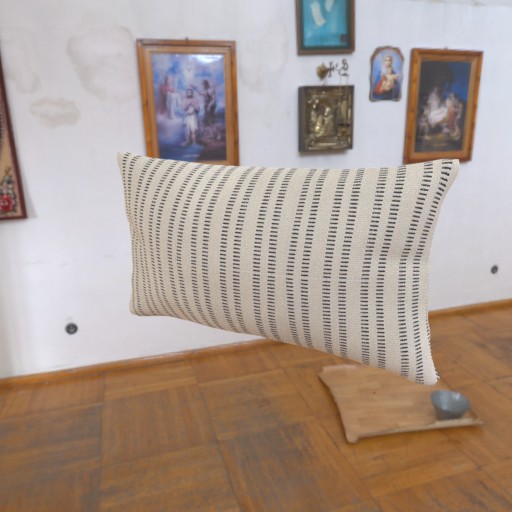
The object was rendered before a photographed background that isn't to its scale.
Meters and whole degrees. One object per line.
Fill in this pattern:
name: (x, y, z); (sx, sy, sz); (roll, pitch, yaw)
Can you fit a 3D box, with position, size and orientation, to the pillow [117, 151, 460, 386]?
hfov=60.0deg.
pillow: (0.000, 0.000, 0.789); (0.640, 0.353, 0.210); (8, 17, 27)
